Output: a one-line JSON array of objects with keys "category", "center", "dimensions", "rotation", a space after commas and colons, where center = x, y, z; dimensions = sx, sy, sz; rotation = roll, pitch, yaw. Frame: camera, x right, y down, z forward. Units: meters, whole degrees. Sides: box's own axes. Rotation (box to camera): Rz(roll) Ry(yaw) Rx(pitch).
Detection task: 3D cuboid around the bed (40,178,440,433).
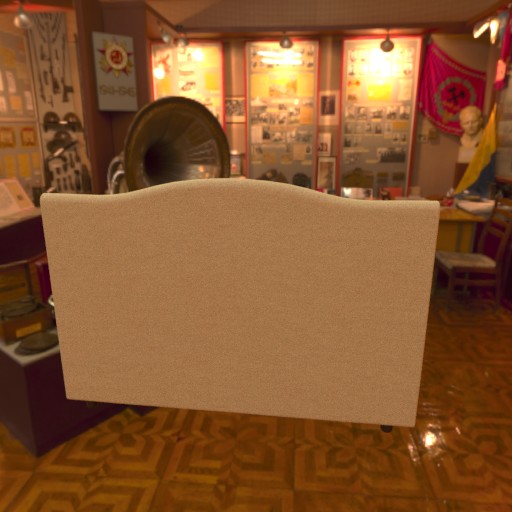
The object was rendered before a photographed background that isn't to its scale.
[{"category": "bed", "center": [0.000, 0.000, 3.451], "dimensions": [2.083, 1.421, 2.182], "rotation": [2, 16, 7]}]
